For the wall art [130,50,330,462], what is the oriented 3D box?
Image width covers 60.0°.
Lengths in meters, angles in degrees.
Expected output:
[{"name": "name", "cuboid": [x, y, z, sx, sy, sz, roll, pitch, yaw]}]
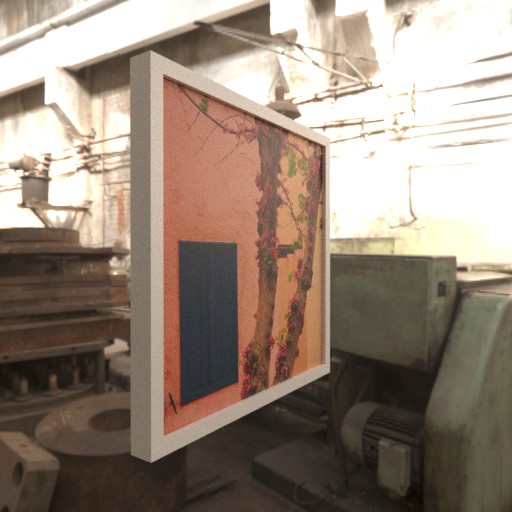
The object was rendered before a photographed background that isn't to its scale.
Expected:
[{"name": "wall art", "cuboid": [0.000, 0.000, 0.765, 0.038, 0.508, 0.507, 0, 0, 35]}]
